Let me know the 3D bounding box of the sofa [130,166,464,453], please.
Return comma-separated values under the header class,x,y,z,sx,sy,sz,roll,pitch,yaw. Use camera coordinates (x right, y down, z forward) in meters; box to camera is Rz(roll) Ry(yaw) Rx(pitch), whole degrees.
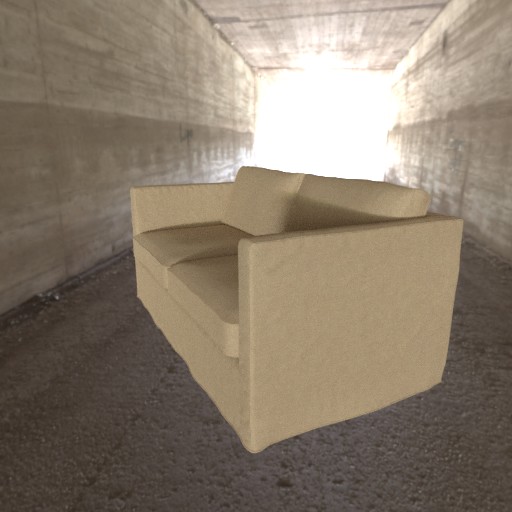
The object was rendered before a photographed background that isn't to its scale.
class,x,y,z,sx,sy,sz,roll,pitch,yaw
sofa,0.000,0.000,2.285,0.962,0.835,1.719,-8,17,-26
